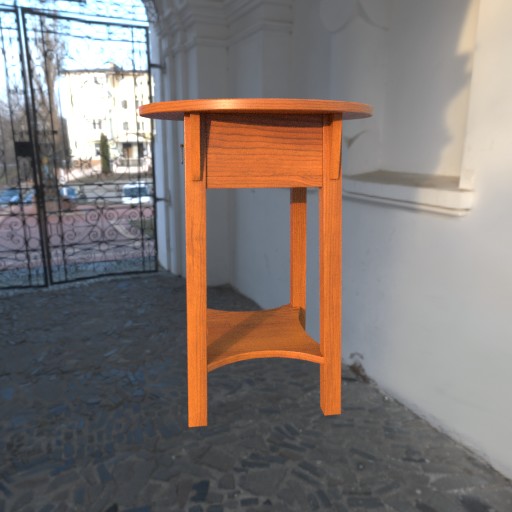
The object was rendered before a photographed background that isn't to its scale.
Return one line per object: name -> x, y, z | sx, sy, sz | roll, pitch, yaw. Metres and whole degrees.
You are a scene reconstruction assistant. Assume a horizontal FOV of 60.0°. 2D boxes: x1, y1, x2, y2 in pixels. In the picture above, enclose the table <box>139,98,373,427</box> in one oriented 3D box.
table -> 0.000, 0.000, 0.966 | 0.457, 0.610, 0.457 | 0, 14, 0
